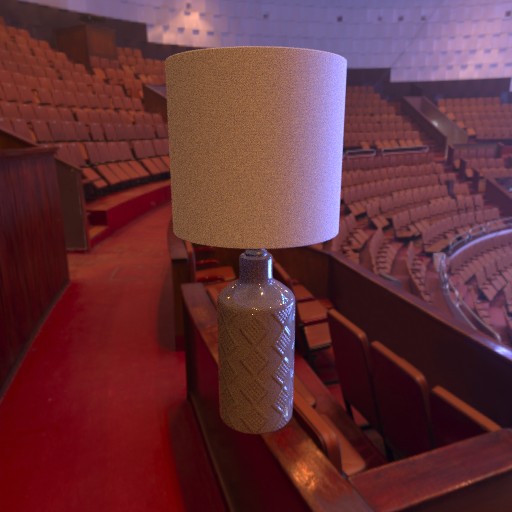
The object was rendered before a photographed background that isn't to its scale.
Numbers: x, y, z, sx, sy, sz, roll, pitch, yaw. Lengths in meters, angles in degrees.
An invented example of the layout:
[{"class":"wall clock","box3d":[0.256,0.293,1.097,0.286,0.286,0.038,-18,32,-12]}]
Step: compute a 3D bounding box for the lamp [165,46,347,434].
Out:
[{"class":"lamp","box3d":[0.000,0.000,0.573,0.207,0.461,0.207,-8,17,-28]}]
